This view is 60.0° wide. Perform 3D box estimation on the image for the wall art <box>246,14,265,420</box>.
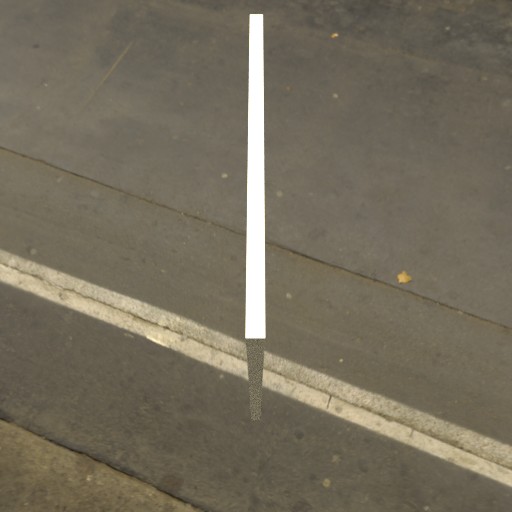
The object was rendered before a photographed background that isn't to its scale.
[{"bbox_3d":[0.000,0.000,1.090,0.026,0.811,0.661,0,63,0],"label":"wall art"}]
